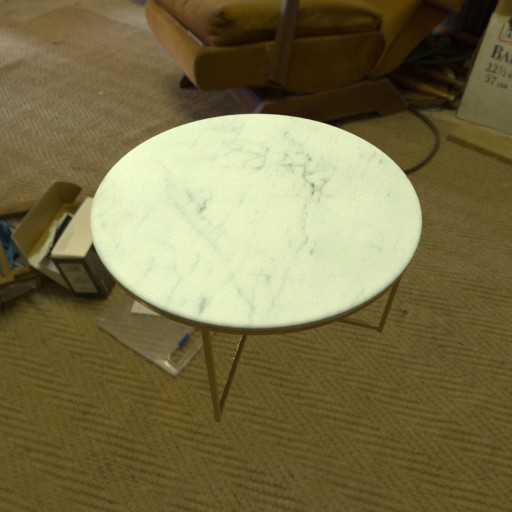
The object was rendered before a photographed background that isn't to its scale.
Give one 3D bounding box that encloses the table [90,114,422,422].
[{"bbox_3d":[0.000,0.000,1.261,0.800,0.450,0.800,0,46,0],"label":"table"}]
